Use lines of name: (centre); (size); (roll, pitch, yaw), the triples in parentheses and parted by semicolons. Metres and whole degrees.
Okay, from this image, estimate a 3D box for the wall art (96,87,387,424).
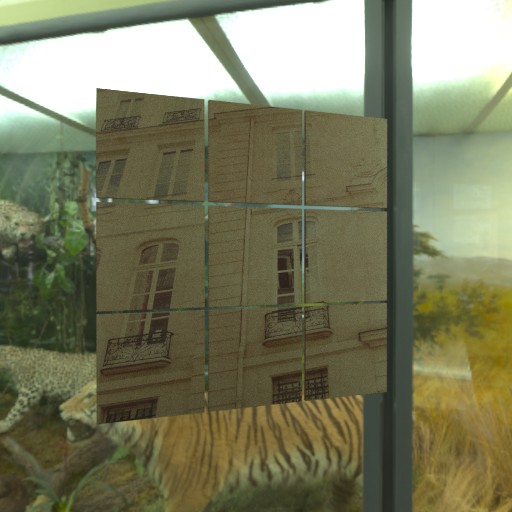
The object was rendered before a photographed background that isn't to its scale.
wall art: (0.000, 0.000, 1.801); (1.221, 1.218, 0.024); (0, 0, -18)
